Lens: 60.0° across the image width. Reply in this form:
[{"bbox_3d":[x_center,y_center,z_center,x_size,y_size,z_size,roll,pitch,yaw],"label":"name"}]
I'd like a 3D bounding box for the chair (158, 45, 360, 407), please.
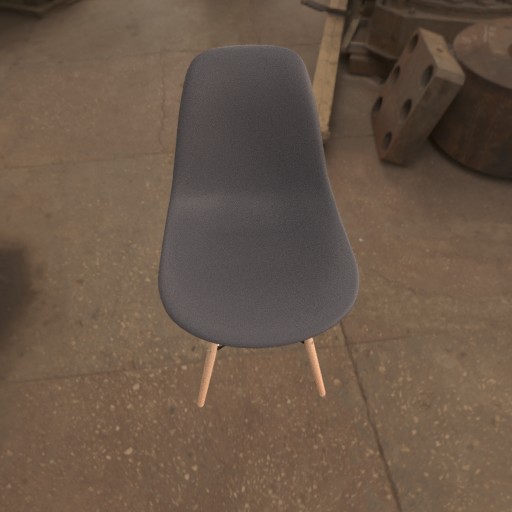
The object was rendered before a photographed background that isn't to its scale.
[{"bbox_3d":[0.000,0.000,1.121,0.470,0.826,0.533,-4,48,-3],"label":"chair"}]
